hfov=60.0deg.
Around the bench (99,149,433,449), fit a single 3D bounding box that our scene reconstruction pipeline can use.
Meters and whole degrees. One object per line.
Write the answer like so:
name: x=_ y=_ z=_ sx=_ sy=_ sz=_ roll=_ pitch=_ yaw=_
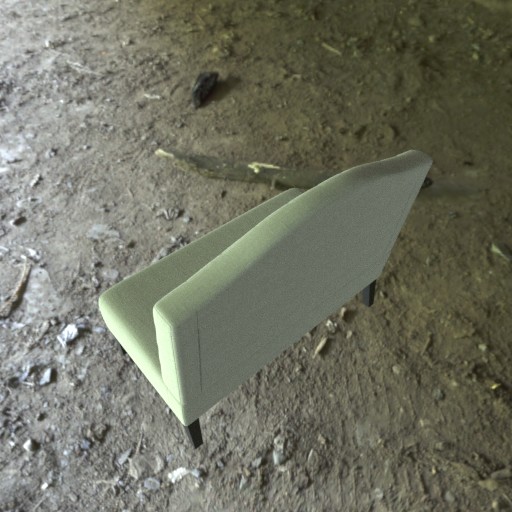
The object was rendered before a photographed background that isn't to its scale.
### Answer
bench: x=0.000 y=0.000 z=2.085 sx=1.335 sy=1.180 sz=0.815 roll=-32 pitch=53 yaw=-28
